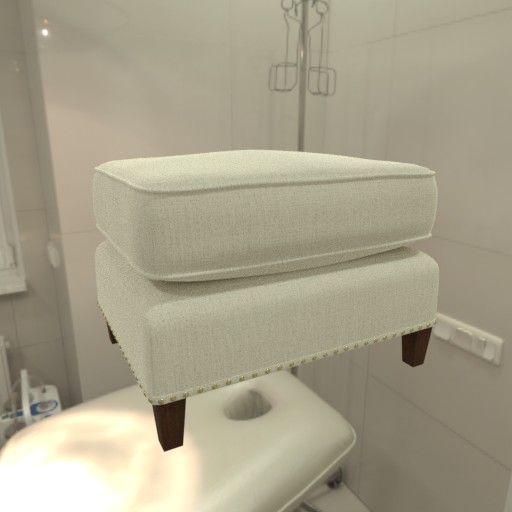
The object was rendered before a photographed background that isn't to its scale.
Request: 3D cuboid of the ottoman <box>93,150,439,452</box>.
[{"bbox_3d":[0.000,0.000,1.152,0.738,0.537,0.589,-8,18,-27],"label":"ottoman"}]
